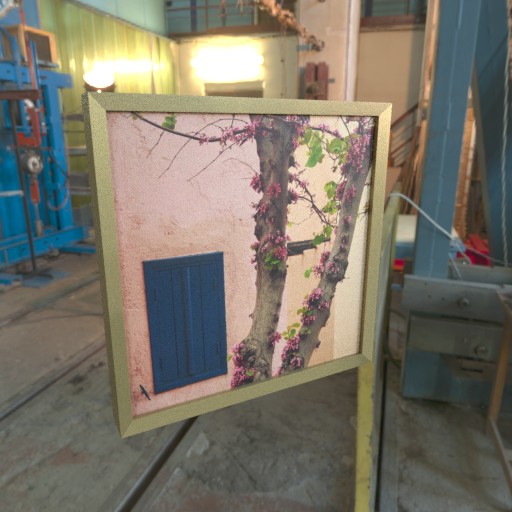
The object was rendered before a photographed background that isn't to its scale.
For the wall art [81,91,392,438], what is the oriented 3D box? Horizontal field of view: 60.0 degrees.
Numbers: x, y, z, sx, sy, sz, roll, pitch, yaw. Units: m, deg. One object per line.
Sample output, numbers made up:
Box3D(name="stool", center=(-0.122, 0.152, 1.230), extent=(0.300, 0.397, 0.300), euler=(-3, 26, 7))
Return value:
Box3D(name="wall art", center=(0.000, 0.000, 0.457), extent=(0.304, 0.305, 0.038), euler=(-8, 18, -27))
